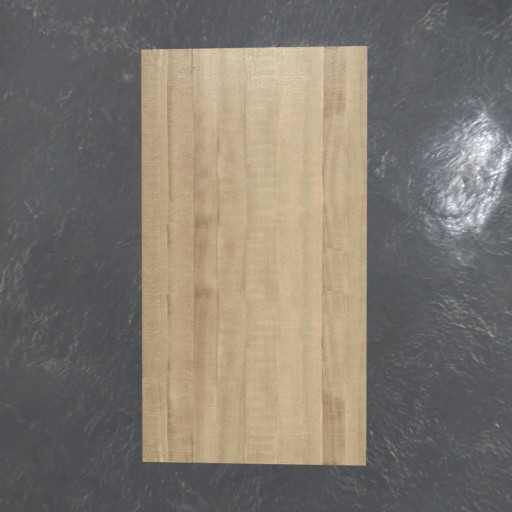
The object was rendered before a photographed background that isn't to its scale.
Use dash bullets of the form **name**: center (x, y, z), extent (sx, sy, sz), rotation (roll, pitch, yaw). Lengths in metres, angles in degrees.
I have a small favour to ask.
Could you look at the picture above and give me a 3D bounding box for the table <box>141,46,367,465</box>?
- **table**: center (0.000, 0.000, 1.327), extent (0.574, 0.393, 1.062), rotation (0, 91, 2)
